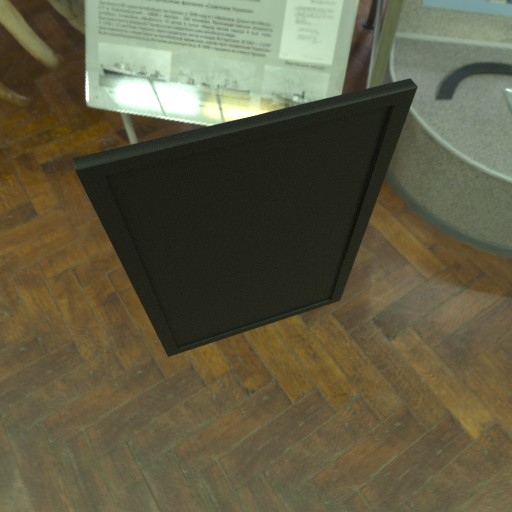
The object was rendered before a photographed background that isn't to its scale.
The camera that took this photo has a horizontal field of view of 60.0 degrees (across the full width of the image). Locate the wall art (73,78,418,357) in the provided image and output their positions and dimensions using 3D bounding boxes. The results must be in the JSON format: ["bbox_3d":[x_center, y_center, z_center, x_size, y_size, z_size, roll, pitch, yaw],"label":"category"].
[{"bbox_3d":[0.000,0.000,0.557,0.303,0.431,0.013,-17,59,-10],"label":"wall art"}]
